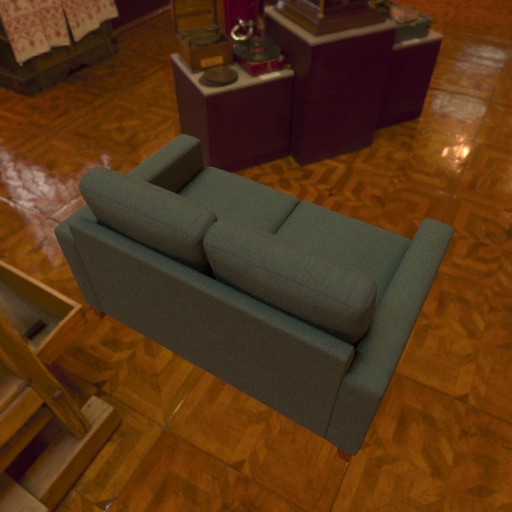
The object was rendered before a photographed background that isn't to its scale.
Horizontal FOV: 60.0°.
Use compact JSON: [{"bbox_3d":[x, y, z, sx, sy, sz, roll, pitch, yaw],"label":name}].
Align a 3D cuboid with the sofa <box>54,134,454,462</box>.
[{"bbox_3d":[0.000,0.000,2.051,1.489,0.903,0.955,24,51,21],"label":"sofa"}]
